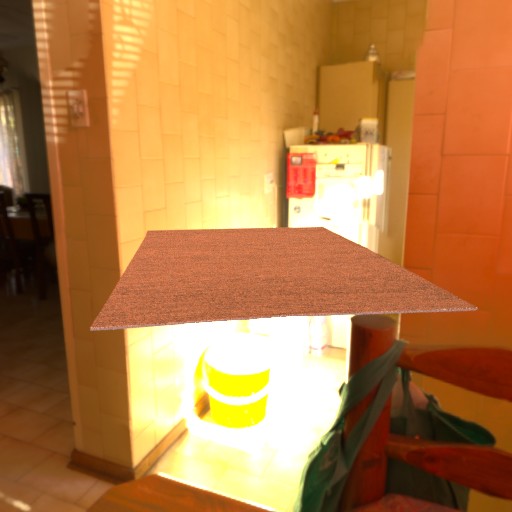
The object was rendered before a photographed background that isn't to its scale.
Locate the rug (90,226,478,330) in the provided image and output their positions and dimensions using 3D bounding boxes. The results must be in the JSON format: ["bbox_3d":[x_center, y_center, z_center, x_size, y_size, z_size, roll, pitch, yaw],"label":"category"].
[{"bbox_3d":[0.000,0.000,2.923,1.616,0.030,2.338,-2,13,-8],"label":"rug"}]
